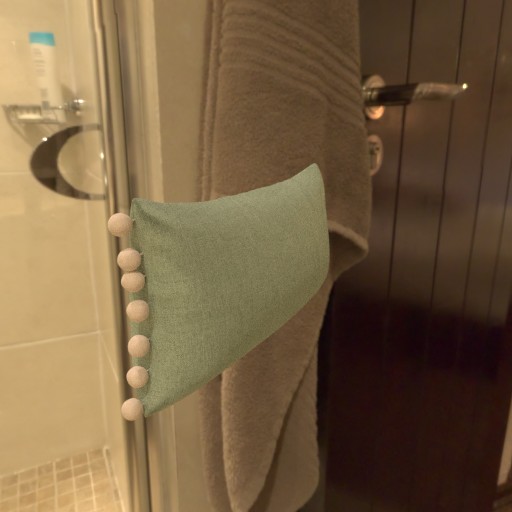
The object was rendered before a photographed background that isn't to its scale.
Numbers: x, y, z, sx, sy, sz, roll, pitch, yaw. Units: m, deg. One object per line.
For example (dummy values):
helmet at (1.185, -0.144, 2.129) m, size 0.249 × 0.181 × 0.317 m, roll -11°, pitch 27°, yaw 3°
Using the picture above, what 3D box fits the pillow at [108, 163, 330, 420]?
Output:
pillow at (0.000, 0.000, 0.852) m, size 0.201 × 0.322 × 0.709 m, roll 7°, pitch 16°, yaw 26°
